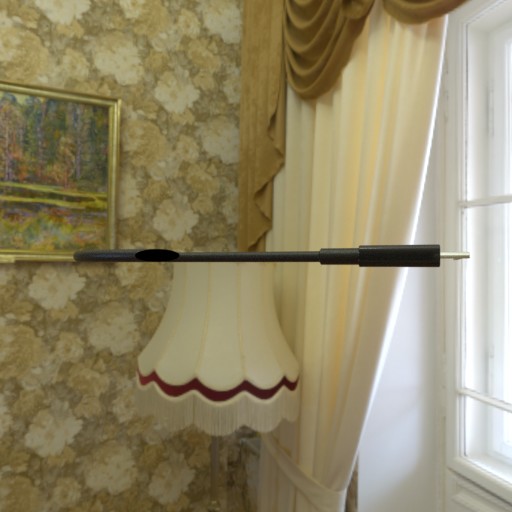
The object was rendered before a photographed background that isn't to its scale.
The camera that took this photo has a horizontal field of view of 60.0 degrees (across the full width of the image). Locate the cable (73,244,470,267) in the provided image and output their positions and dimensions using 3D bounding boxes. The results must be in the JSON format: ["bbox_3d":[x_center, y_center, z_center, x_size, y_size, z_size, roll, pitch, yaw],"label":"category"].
[{"bbox_3d":[0.000,0.000,0.109,0.098,0.006,0.040,0,-1,18],"label":"cable"}]
